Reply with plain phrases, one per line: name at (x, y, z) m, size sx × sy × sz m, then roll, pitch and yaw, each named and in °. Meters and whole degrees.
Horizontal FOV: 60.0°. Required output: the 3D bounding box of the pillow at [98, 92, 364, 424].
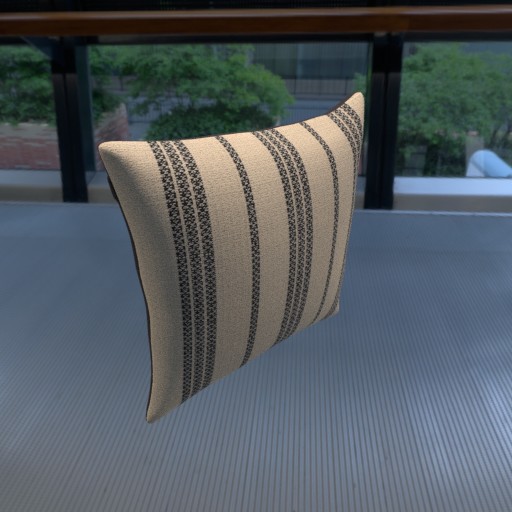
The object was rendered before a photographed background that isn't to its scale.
pillow at (0.000, 0.000, 0.641) m, size 0.405 × 0.406 × 0.173 m, roll -23°, pitch 38°, yaw -34°
